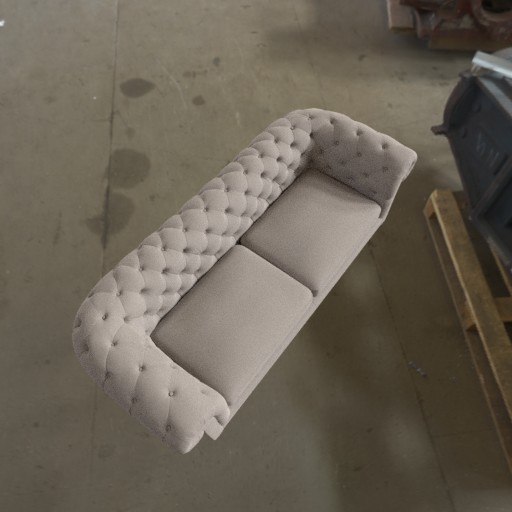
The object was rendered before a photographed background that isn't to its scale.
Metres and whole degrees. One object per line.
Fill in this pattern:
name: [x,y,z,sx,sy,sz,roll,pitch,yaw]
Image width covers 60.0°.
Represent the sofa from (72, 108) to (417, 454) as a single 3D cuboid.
sofa: [0.000,0.000,2.900,0.991,0.749,2.411,33,64,19]
